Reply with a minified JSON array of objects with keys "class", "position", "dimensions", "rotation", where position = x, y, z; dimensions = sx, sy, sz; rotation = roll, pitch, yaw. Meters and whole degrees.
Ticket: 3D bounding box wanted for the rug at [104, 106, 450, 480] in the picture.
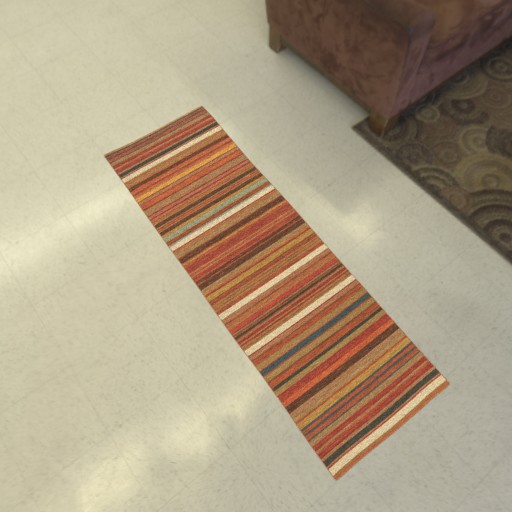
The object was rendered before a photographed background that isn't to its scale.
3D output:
[{"class":"rug","position":[0.000,0.000,2.690],"dimensions":[0.799,0.030,2.444],"rotation":[-33,68,-15]}]
